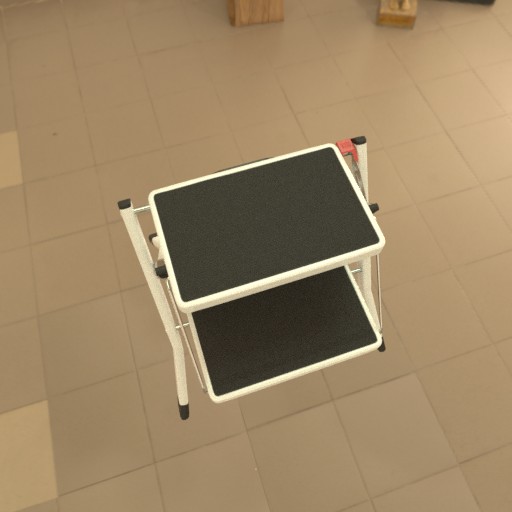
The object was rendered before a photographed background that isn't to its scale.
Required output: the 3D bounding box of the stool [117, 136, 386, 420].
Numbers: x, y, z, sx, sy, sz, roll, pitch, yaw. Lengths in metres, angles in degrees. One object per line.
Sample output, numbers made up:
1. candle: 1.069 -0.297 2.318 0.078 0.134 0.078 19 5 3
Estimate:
1. stool: 0.000 0.000 0.879 0.485 0.445 0.490 -17 65 -8
